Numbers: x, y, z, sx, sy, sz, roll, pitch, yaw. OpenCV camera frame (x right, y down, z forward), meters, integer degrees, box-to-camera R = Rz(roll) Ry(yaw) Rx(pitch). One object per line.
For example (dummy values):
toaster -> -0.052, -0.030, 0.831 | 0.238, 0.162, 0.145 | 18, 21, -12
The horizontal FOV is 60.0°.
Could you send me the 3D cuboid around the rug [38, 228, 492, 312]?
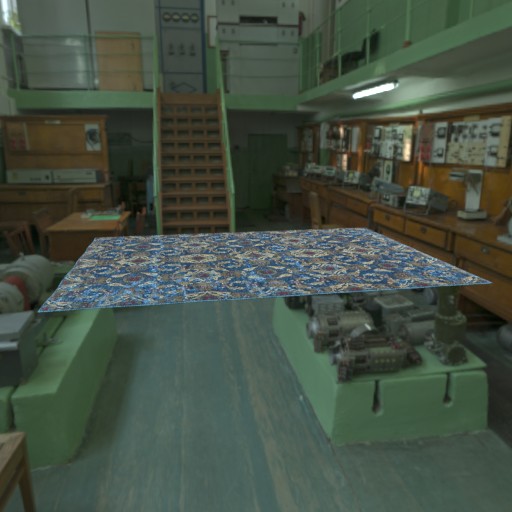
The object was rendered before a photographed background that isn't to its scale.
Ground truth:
rug -> 0.000, 0.000, 4.247 | 3.291, 0.013, 2.337 | -3, 15, -10
